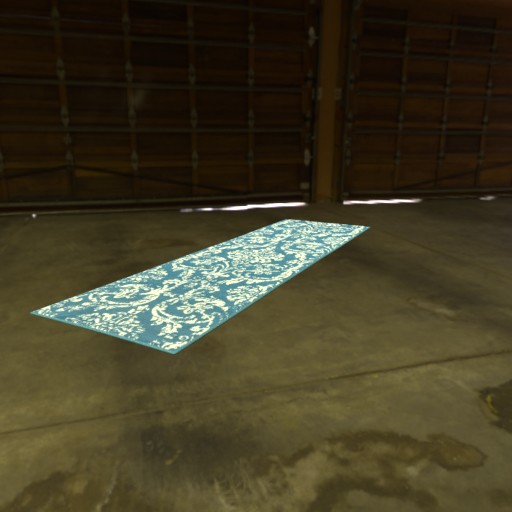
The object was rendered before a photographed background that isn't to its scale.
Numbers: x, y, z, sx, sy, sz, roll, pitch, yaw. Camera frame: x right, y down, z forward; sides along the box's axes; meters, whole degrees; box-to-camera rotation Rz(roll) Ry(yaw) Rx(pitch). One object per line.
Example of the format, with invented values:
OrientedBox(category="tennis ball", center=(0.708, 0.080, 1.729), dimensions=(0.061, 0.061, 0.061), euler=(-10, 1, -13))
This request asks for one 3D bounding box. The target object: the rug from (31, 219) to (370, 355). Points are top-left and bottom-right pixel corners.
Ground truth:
OrientedBox(category="rug", center=(0.000, 0.000, 2.379), dimensions=(0.662, 0.011, 2.196), euler=(8, 17, 28))
